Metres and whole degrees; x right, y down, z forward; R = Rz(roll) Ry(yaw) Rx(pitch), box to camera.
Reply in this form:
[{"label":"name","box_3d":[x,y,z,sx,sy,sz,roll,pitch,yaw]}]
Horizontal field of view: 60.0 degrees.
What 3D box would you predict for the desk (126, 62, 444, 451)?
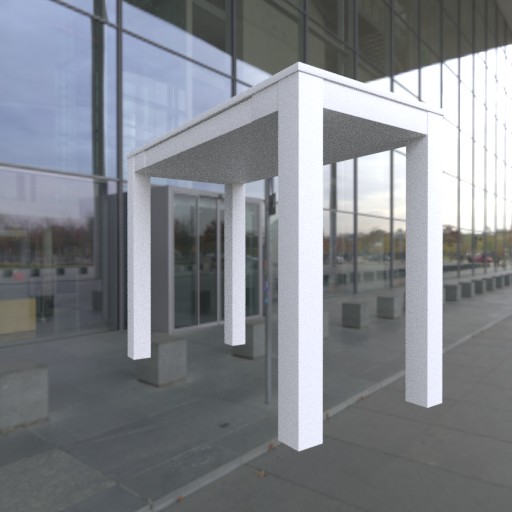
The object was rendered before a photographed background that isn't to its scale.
[{"label":"desk","box_3d":[0.000,0.000,1.412,0.497,0.762,0.990,0,0,-35]}]
